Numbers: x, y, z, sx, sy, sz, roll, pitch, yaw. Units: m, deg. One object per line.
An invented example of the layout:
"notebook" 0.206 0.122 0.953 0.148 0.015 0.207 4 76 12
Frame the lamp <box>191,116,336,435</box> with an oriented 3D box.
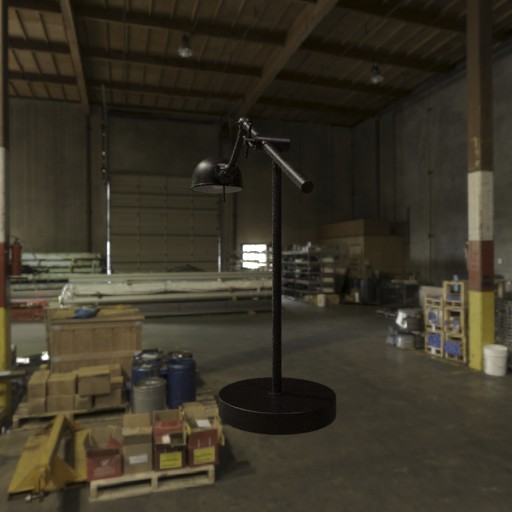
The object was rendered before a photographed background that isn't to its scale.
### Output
"lamp" 0.000 0.000 0.808 0.185 0.495 0.567 0 0 -18
